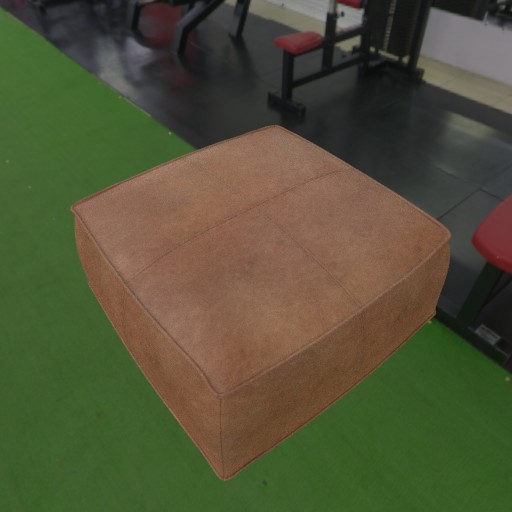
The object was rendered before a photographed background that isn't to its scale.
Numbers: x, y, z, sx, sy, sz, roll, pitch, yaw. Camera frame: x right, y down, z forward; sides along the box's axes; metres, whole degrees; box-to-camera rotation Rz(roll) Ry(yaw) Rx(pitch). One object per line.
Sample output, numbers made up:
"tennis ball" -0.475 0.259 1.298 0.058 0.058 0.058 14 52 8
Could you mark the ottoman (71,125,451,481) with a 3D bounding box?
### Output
"ottoman" 0.000 0.000 1.384 0.902 0.395 0.901 -29 52 -26
